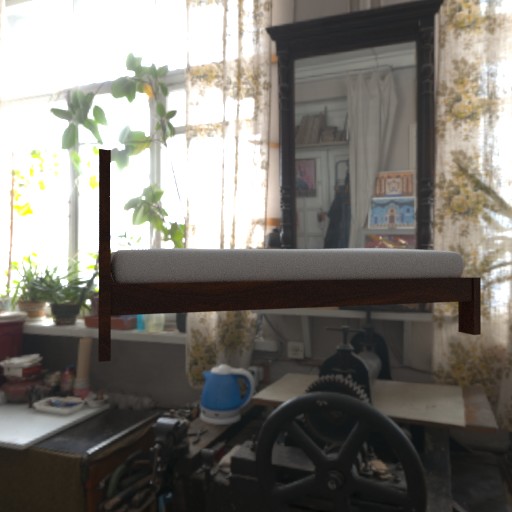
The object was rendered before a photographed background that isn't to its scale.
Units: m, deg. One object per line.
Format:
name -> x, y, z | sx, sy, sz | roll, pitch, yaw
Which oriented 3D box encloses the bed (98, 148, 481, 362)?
bed -> 0.000, 0.000, 3.077 | 2.030, 0.890, 1.905 | 0, 0, -19
